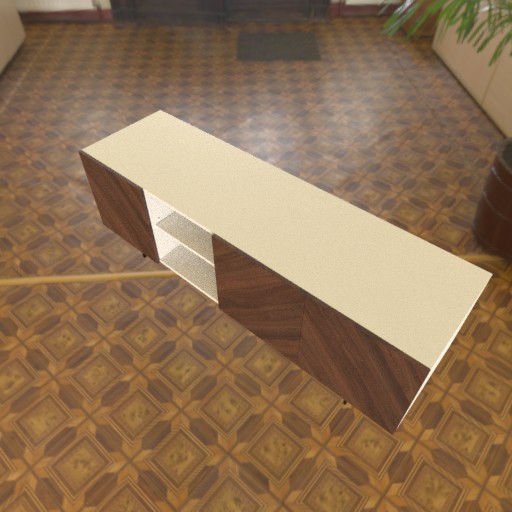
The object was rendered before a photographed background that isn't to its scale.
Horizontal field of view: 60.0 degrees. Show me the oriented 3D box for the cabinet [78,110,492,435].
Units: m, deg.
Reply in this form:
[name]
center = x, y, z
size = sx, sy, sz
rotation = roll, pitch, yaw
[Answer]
[cabinet]
center = 0.000, 0.000, 1.744
size = 1.499, 0.533, 0.431
rotation = 32, 55, 26
